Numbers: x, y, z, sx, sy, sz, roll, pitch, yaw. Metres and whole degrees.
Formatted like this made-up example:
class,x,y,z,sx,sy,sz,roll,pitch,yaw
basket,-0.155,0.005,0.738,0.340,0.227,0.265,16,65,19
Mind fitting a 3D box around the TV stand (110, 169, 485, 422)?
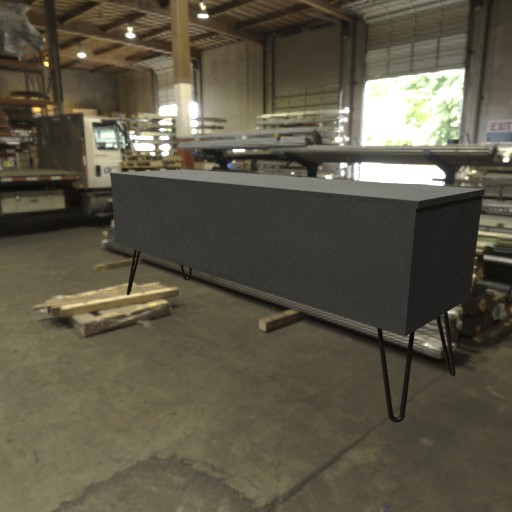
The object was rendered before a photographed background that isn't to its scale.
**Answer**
class,x,y,z,sx,sy,sz,roll,pitch,yaw
TV stand,0.000,0.000,1.630,0.400,0.560,1.400,-13,19,-43
